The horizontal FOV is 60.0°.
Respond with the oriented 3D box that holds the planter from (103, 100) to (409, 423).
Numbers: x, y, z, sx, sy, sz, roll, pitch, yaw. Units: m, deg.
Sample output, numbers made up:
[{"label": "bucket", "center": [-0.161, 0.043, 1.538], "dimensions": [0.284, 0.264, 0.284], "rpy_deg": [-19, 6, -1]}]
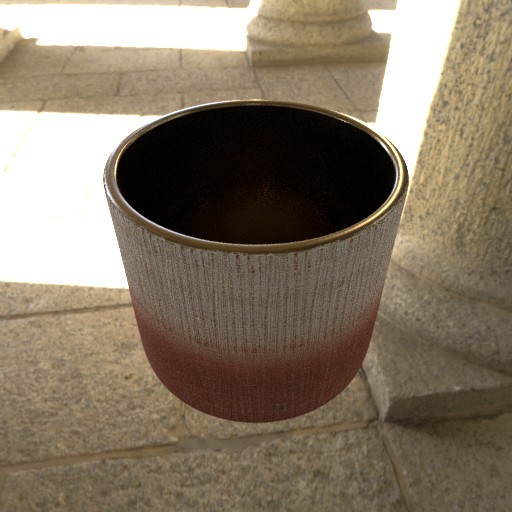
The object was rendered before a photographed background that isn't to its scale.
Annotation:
[{"label": "planter", "center": [0.000, 0.000, 0.442], "dimensions": [0.254, 0.221, 0.254], "rpy_deg": [0, 41, 0]}]
